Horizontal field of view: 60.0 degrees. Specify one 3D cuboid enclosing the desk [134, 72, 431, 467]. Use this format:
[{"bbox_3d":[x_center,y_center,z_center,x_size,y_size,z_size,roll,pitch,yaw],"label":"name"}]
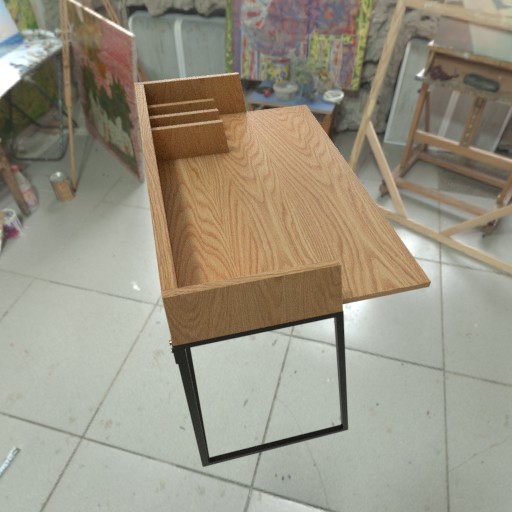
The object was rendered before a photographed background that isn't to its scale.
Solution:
[{"bbox_3d":[0.000,0.000,1.873,0.769,1.061,1.191,-10,46,-10],"label":"desk"}]
